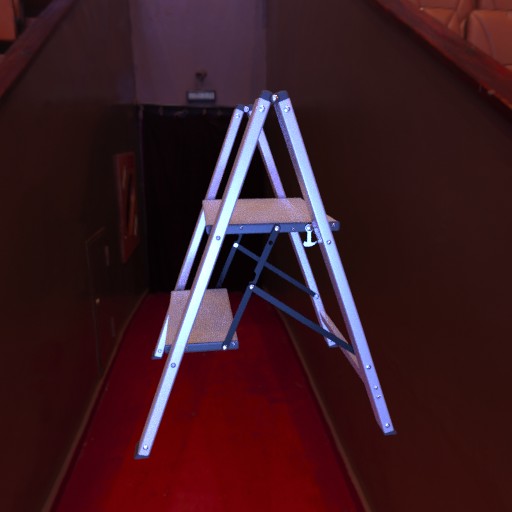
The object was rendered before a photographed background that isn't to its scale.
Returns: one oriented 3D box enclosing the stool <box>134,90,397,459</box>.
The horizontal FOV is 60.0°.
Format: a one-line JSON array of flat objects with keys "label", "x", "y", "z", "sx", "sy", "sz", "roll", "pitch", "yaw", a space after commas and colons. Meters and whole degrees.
[{"label": "stool", "x": 0.000, "y": 0.000, "z": 1.003, "sx": 0.535, "sy": 0.670, "sz": 0.440, "roll": -2, "pitch": 16, "yaw": -8}]
